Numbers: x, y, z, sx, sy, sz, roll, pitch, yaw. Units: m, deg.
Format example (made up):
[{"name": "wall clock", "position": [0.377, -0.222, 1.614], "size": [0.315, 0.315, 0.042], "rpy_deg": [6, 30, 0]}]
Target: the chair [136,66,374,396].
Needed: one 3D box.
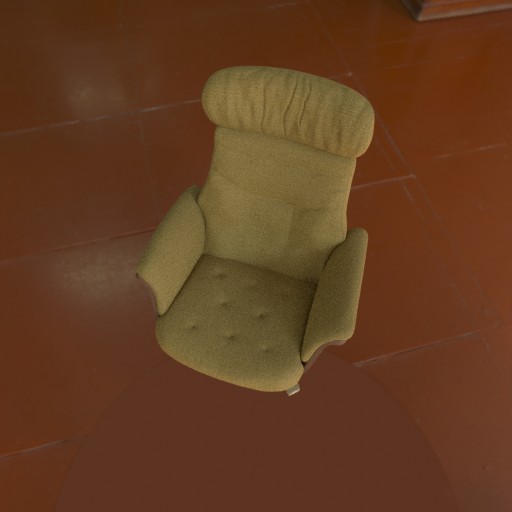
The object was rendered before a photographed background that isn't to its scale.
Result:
[{"name": "chair", "position": [0.000, 0.000, 1.592], "size": [0.785, 0.995, 0.837], "rpy_deg": [17, 60, 10]}]
